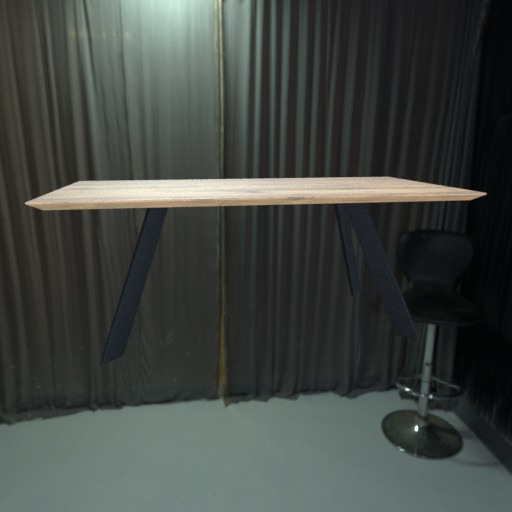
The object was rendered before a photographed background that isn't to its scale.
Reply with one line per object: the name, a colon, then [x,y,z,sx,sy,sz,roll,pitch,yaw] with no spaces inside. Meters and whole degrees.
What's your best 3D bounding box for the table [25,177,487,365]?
table: [0.000,0.000,2.465,2.000,0.770,1.000,-2,15,-9]
